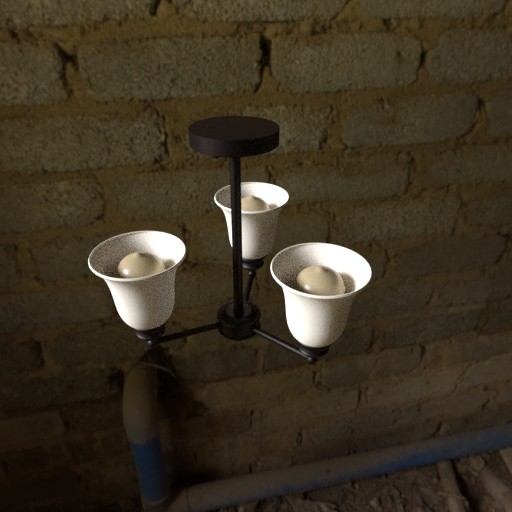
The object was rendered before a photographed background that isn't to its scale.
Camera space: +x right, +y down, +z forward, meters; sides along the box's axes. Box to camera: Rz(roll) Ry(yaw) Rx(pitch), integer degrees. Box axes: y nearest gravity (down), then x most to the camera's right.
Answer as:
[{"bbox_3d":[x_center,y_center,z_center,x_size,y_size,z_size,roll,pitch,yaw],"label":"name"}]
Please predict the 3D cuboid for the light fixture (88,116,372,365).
[{"bbox_3d":[0.000,0.000,0.660,0.354,0.370,0.388,22,38,32],"label":"light fixture"}]
